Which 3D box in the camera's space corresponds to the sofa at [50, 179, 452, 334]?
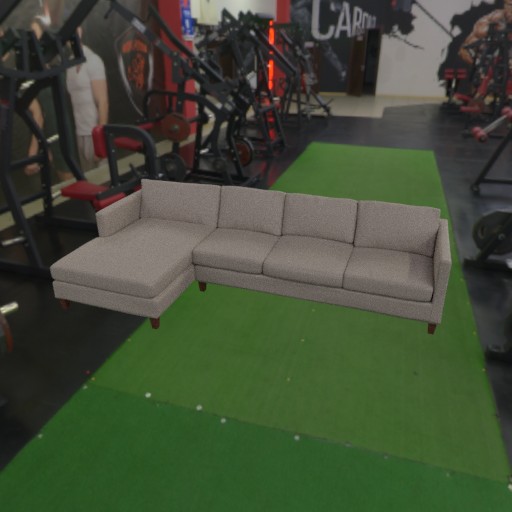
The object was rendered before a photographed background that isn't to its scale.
[{"bbox_3d":[0.000,0.000,3.958,3.186,0.846,1.625,9,27,17],"label":"sofa"}]
